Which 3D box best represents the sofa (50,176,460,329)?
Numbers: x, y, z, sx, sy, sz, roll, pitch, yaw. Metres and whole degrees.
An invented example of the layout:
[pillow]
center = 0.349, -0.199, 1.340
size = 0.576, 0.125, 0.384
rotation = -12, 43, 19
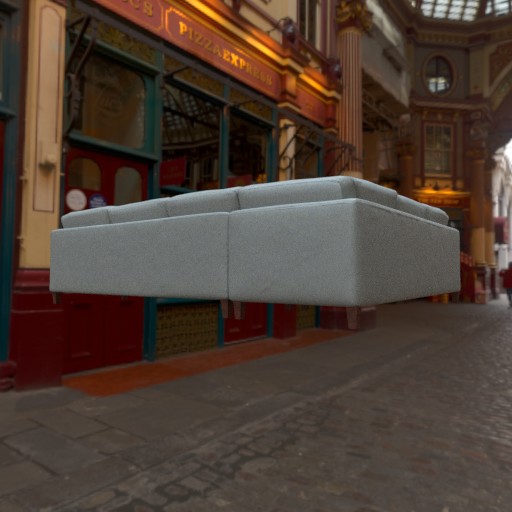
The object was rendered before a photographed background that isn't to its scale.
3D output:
[sofa]
center = 0.000, 0.000, 4.443
size = 3.301, 0.947, 2.592
rotation = -1, -2, 37
